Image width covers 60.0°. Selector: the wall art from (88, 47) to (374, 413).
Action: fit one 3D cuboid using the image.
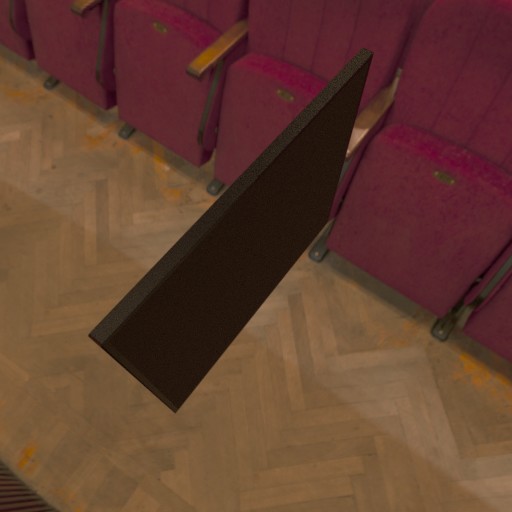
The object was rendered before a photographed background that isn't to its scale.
[{"bbox_3d":[0.000,0.000,0.723,0.018,0.450,0.521,34,68,16],"label":"wall art"}]
